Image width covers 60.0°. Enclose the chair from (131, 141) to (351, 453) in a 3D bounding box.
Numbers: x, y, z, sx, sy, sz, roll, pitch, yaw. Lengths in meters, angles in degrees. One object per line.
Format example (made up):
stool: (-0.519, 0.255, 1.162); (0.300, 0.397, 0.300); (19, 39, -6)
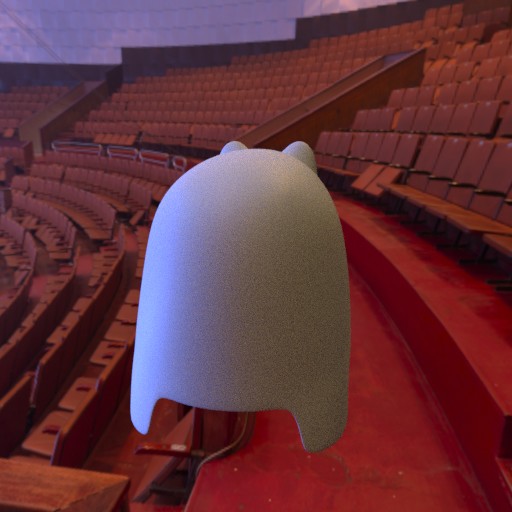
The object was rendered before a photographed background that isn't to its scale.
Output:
chair: (0.000, 0.000, 0.855); (0.364, 0.423, 0.619); (2, 16, 9)
